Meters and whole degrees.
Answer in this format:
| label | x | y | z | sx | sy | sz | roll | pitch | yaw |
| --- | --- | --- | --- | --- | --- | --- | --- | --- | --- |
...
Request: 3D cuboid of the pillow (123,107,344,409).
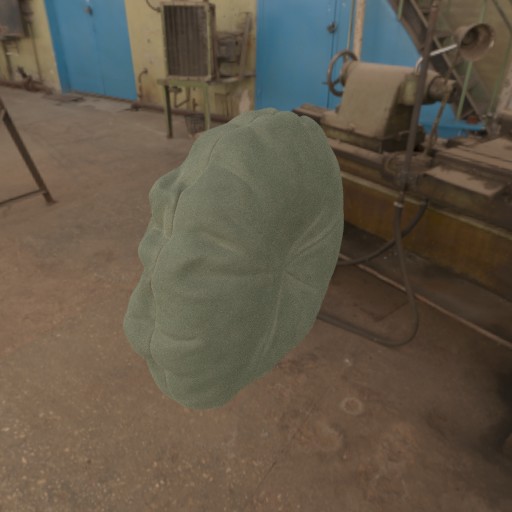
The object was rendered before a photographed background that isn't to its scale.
| label | x | y | z | sx | sy | sz | roll | pitch | yaw |
| --- | --- | --- | --- | --- | --- | --- | --- | --- | --- |
| pillow | 0.000 | 0.000 | 0.642 | 0.148 | 0.407 | 0.428 | 20 | 36 | 30 |
